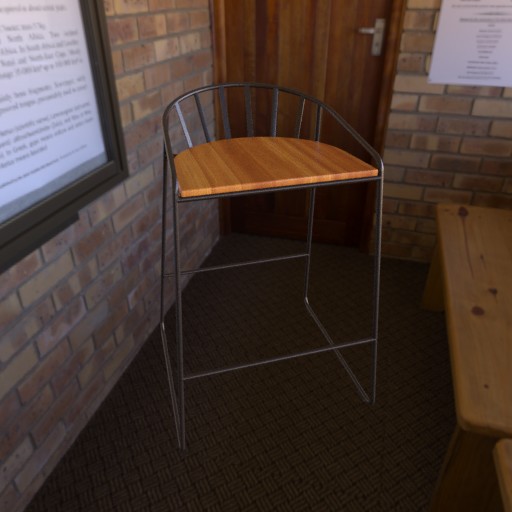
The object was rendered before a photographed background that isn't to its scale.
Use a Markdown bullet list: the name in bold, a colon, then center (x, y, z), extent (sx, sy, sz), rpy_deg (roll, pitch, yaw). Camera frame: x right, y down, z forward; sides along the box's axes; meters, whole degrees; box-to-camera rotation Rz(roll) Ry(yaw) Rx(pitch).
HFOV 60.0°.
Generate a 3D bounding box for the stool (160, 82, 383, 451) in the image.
- **stool**: center (0.000, 0.000, 1.193), extent (0.546, 0.812, 0.521), rpy_deg (-8, 32, -14)
